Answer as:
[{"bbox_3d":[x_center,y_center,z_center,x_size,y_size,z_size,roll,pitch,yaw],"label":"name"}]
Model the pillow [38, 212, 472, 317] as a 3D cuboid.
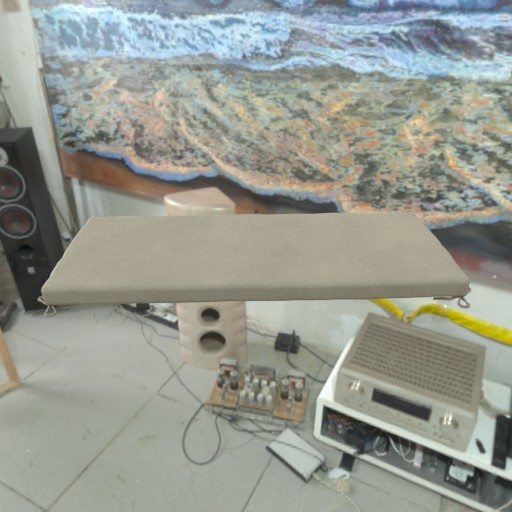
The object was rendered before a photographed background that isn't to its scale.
[{"bbox_3d":[0.000,0.000,1.359,1.187,0.081,0.492,-1,30,-2],"label":"pillow"}]
